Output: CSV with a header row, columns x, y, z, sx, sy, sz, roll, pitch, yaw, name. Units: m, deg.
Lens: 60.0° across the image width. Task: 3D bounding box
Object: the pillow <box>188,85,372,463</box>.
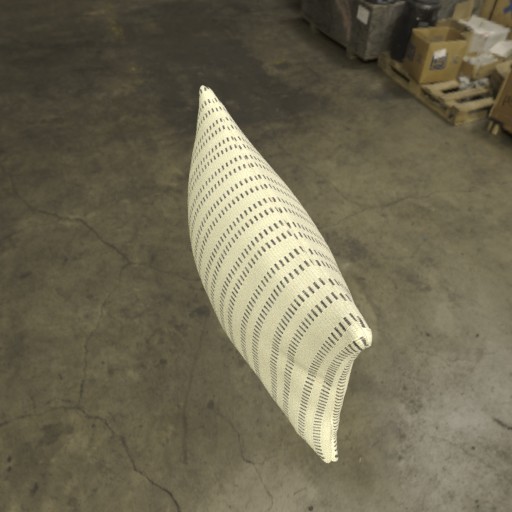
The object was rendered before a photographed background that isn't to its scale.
x,y,z,sx,sy,sz,roll,pitch,yaw,name
0.000,0.000,0.789,0.210,0.353,0.640,-15,48,-14,pillow
